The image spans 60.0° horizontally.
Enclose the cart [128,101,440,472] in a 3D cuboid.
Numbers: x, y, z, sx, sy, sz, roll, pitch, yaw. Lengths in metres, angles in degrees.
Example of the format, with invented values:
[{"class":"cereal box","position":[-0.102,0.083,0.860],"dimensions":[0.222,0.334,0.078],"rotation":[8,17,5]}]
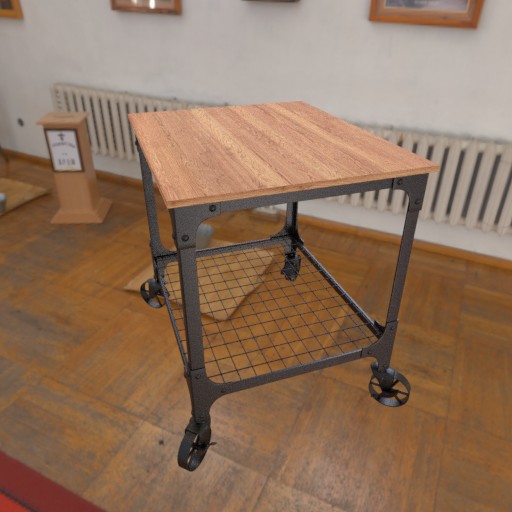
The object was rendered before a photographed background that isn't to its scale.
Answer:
[{"class":"cart","position":[0.000,0.000,1.104],"dimensions":[0.558,0.603,0.666],"rotation":[-10,32,-17]}]
